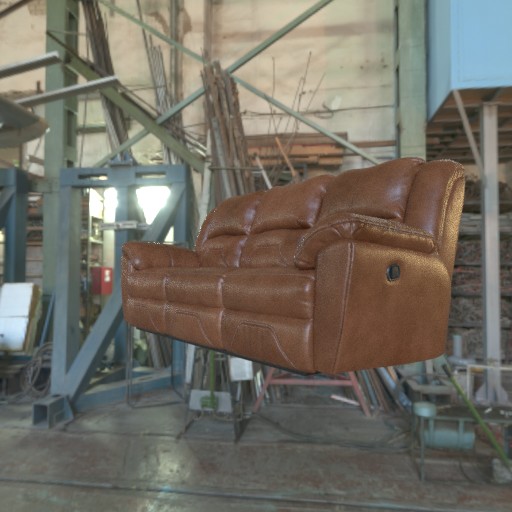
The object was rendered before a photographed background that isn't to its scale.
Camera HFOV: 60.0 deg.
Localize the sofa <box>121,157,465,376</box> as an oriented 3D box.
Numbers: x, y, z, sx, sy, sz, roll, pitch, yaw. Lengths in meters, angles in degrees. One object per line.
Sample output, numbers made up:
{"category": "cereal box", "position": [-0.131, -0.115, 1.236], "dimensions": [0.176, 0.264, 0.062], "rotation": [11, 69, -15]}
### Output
{"category": "sofa", "position": [0.000, 0.000, 2.787], "dimensions": [0.991, 1.043, 2.337], "rotation": [1, -2, -37]}
